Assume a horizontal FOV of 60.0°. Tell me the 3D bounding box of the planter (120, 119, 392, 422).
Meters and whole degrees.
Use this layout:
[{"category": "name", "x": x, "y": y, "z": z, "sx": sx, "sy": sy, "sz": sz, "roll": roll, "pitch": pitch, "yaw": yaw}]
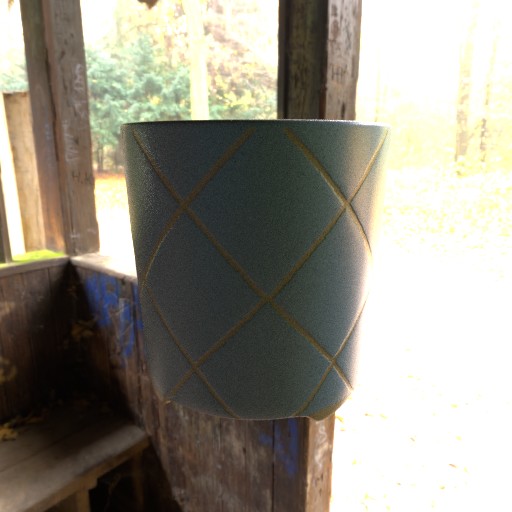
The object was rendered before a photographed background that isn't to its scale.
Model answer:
[{"category": "planter", "x": 0.000, "y": 0.000, "z": 0.415, "sx": 0.227, "sy": 0.235, "sz": 0.227, "roll": 0, "pitch": 14, "yaw": 0}]
